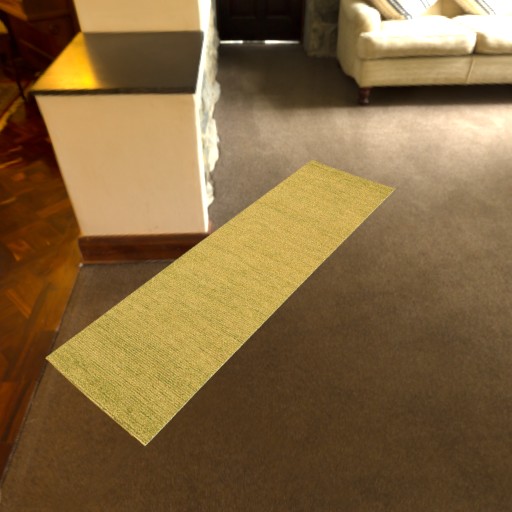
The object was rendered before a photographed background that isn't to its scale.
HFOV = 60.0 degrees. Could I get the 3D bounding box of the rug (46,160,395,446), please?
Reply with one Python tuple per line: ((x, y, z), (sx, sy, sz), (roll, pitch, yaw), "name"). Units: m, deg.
((0.000, 0.000, 2.598), (0.686, 0.013, 2.340), (27, 48, 27), "rug")
